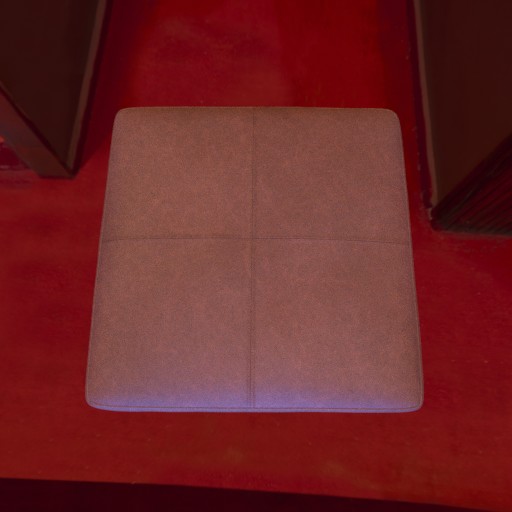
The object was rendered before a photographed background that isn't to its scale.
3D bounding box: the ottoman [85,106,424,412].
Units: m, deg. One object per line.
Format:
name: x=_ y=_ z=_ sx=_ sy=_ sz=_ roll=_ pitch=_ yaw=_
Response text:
ottoman: x=0.000 y=0.000 z=1.769 sx=1.168 sy=0.490 sz=1.168 roll=0 pitch=74 yaw=0
